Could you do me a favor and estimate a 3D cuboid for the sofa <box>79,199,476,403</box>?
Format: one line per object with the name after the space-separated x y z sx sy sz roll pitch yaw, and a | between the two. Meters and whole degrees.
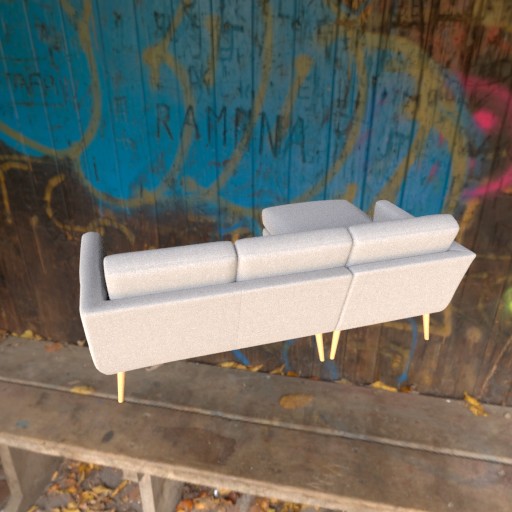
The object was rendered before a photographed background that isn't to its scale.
0.000 0.000 2.836 2.040 0.860 1.530 -8 28 -15 | sofa
